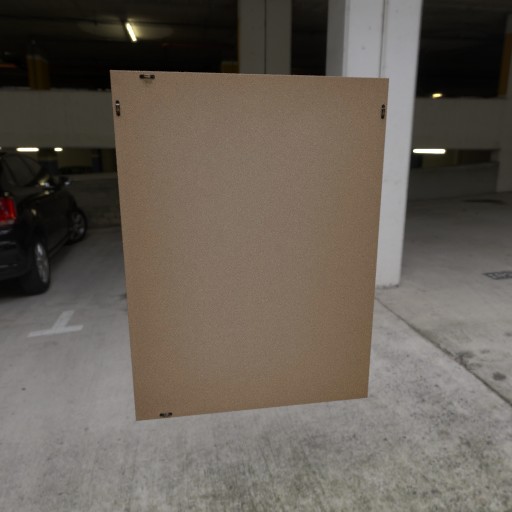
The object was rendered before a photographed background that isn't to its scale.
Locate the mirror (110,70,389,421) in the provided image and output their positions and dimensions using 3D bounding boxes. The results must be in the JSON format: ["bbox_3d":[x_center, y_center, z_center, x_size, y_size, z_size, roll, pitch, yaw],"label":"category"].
[{"bbox_3d":[0.000,0.000,1.332,0.762,1.016,0.041,-2,14,-10],"label":"mirror"}]
